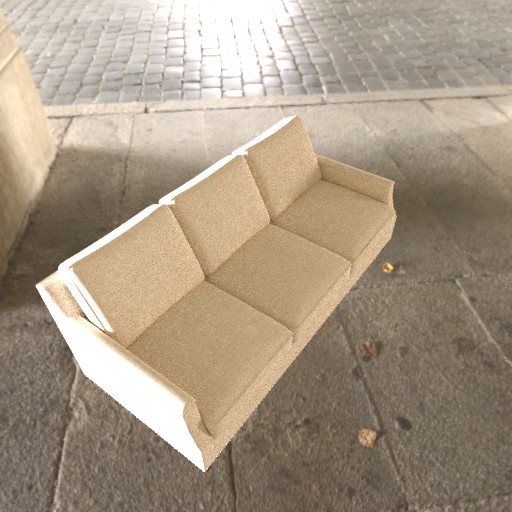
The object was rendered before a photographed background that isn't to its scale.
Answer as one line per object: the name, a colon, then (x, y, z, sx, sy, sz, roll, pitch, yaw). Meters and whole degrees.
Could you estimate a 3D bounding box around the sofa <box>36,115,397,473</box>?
sofa: (0.000, 0.000, 2.806, 1.041, 0.940, 2.210, 27, 49, 26)
